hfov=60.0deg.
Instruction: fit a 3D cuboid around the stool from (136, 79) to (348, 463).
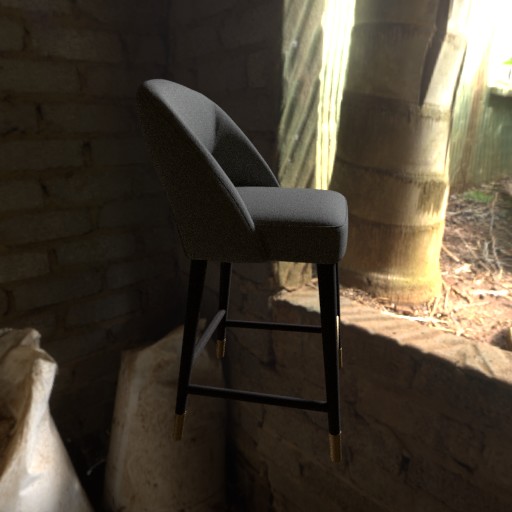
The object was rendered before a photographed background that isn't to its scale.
[{"bbox_3d":[0.000,0.000,1.241,0.524,0.925,0.536,3,17,10],"label":"stool"}]
